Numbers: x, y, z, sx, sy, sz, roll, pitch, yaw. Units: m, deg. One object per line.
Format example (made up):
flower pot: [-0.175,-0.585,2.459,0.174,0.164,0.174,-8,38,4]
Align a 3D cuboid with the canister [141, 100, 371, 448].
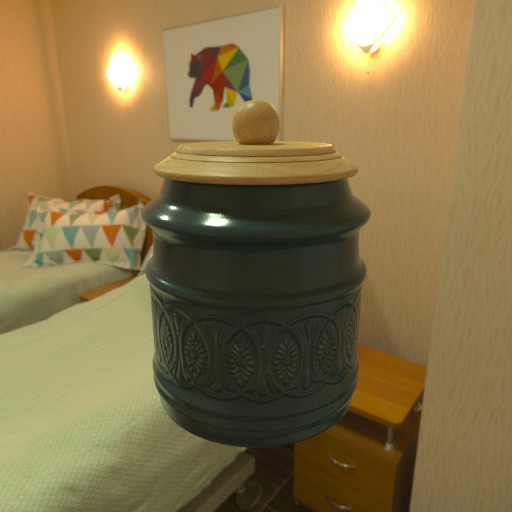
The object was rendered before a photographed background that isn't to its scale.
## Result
canister: [0.000,0.000,0.266,0.130,0.176,0.130,0,17,0]
